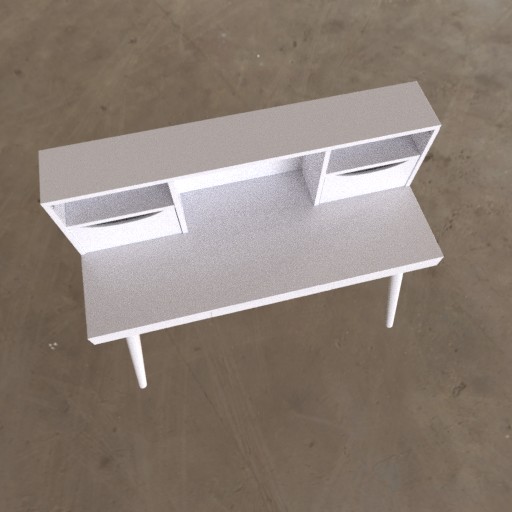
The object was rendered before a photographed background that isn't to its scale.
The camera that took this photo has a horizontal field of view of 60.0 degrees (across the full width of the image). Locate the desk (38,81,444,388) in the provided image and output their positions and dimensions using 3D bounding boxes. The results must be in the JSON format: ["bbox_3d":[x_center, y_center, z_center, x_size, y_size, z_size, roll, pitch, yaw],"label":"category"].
[{"bbox_3d":[0.000,0.000,1.705,1.199,0.990,0.559,-12,64,-6],"label":"desk"}]
